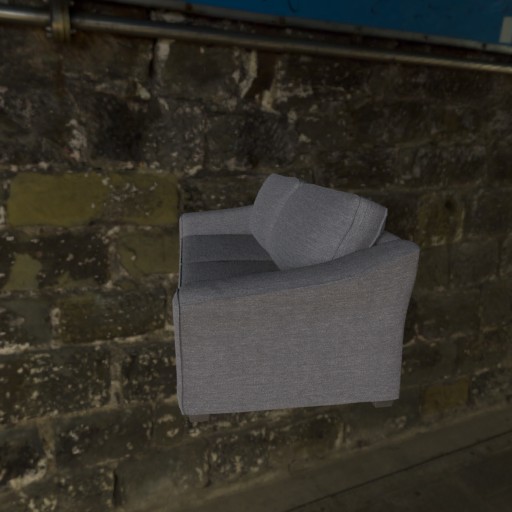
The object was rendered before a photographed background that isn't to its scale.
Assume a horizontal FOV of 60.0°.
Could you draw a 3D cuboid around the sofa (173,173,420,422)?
[{"bbox_3d":[0.000,0.000,2.777,0.971,0.950,2.270,-2,13,-9],"label":"sofa"}]
